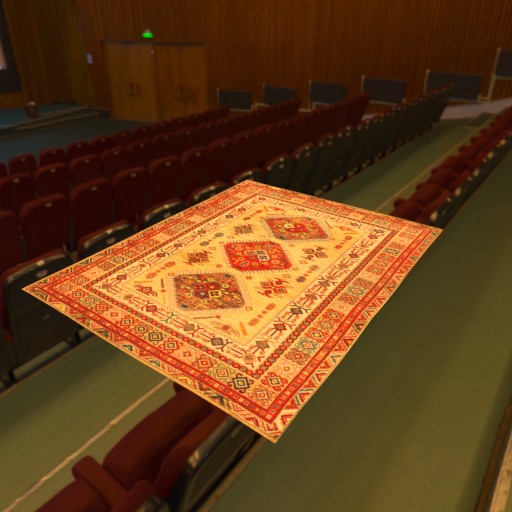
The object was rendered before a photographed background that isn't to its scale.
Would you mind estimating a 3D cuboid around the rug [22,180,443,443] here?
[{"bbox_3d":[0.000,0.000,4.027,2.460,0.005,3.067,20,36,30],"label":"rug"}]
